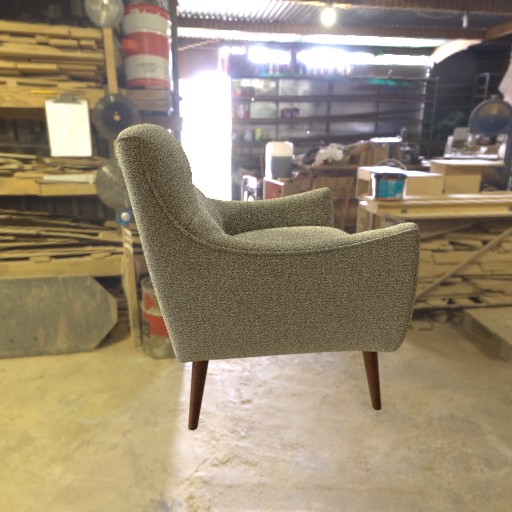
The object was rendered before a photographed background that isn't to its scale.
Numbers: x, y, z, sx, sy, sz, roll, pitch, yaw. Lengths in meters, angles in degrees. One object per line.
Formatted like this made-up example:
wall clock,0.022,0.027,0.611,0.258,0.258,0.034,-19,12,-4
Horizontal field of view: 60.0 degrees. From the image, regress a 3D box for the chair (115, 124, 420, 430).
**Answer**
chair,0.000,0.000,1.467,0.787,0.838,0.762,-3,17,-9
